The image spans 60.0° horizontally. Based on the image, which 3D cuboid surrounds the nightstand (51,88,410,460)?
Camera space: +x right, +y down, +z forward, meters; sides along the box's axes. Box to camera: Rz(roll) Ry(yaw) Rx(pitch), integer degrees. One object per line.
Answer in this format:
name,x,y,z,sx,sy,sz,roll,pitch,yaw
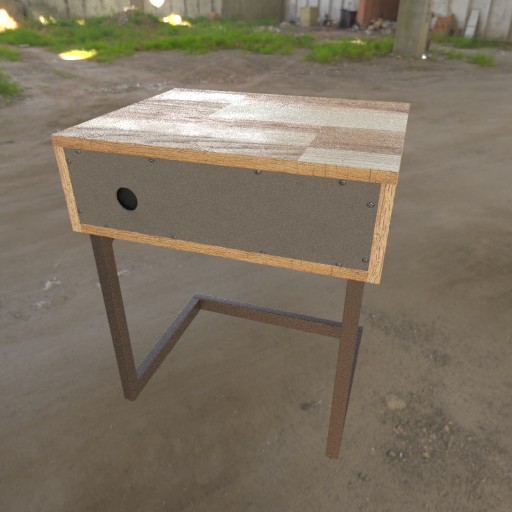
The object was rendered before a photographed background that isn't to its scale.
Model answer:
nightstand,0.000,0.000,1.014,0.558,0.632,0.481,10,32,16
